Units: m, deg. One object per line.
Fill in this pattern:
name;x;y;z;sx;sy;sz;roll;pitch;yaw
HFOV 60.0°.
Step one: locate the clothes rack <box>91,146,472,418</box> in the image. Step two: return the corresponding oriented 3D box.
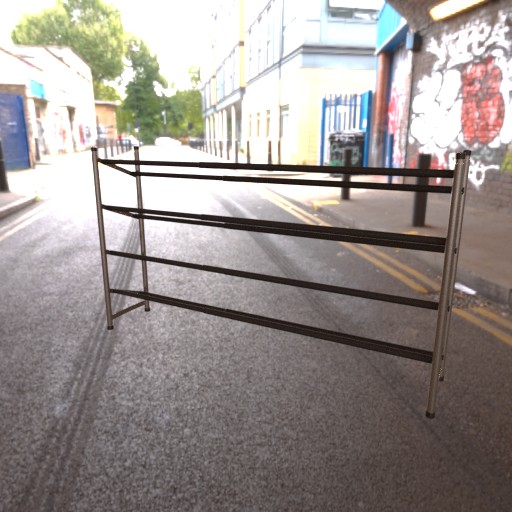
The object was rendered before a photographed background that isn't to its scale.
clothes rack;0.000;0.000;1.421;1.168;0.672;0.229;8;17;27
